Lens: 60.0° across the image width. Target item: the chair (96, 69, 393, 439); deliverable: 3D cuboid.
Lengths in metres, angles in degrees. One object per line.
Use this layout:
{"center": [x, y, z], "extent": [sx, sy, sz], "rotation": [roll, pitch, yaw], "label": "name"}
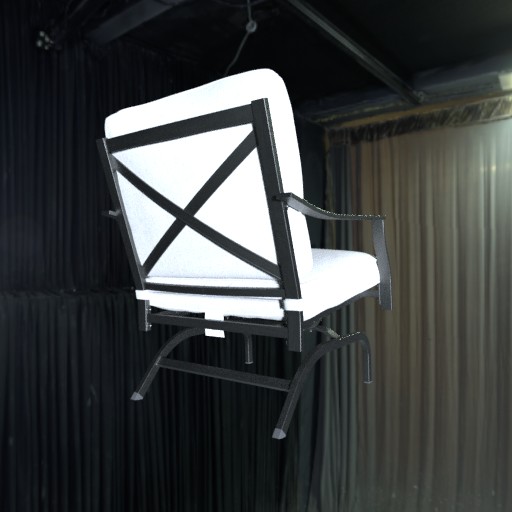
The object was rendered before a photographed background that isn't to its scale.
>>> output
{"center": [0.000, 0.000, 1.406], "extent": [0.650, 0.860, 0.787], "rotation": [0, -1, 35], "label": "chair"}
